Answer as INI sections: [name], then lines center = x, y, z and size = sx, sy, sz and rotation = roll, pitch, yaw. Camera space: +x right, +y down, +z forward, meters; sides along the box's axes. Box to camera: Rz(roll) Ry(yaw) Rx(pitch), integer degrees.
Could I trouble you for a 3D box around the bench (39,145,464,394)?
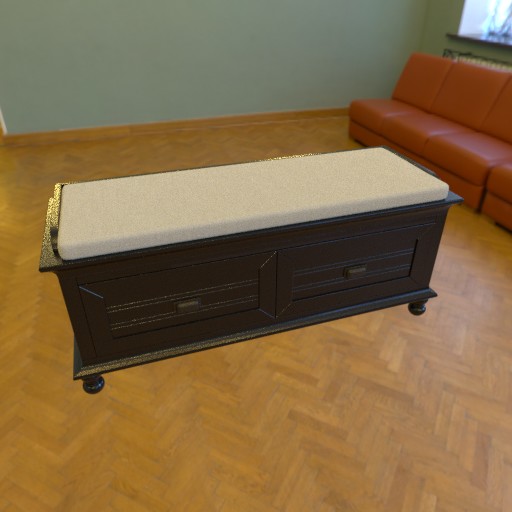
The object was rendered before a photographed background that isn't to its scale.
[bench]
center = 0.000, 0.000, 1.441
size = 1.185, 0.501, 0.402
rotation = -10, 34, -16
